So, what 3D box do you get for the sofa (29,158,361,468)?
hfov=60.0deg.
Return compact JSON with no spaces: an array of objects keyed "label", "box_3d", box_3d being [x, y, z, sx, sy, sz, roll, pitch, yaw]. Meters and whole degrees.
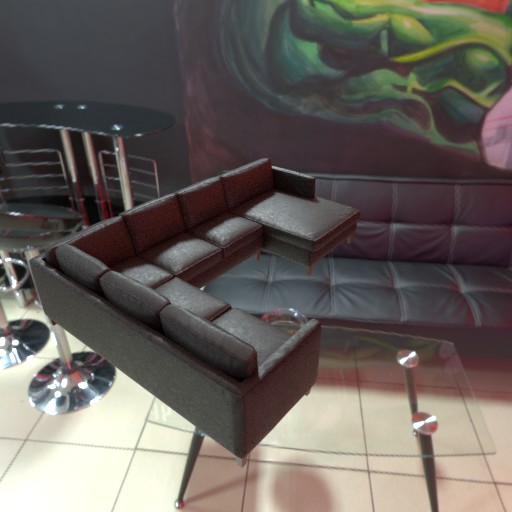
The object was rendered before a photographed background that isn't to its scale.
[{"label":"sofa","box_3d":[0.000,0.000,4.597,2.593,0.923,3.460,22,37,33]}]
